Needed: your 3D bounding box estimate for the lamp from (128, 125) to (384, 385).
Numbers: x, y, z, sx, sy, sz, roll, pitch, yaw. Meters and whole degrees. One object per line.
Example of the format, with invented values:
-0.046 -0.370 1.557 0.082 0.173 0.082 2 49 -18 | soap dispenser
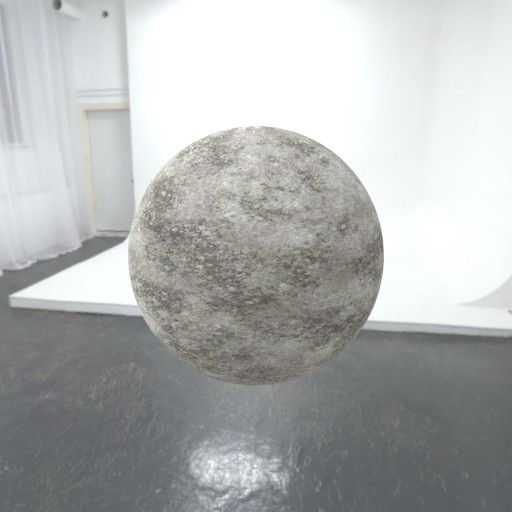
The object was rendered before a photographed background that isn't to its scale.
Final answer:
0.000 0.000 0.760 0.422 0.429 0.422 0 14 0 | lamp
